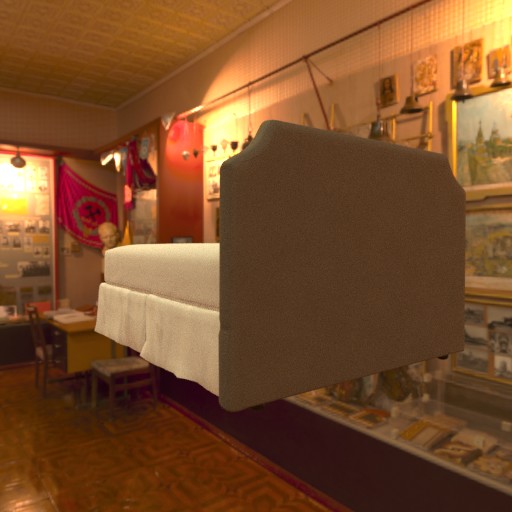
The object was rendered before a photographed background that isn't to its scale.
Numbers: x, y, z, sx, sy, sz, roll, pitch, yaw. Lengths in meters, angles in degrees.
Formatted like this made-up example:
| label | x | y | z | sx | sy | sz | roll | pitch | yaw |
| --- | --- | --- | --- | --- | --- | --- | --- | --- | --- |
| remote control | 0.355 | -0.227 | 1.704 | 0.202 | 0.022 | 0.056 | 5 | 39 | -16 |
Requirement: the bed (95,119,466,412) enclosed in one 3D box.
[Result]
| label | x | y | z | sx | sy | sz | roll | pitch | yaw |
| --- | --- | --- | --- | --- | --- | --- | --- | --- | --- |
| bed | 0.000 | 0.000 | 3.228 | 1.831 | 1.297 | 2.181 | -1 | 2 | -36 |
